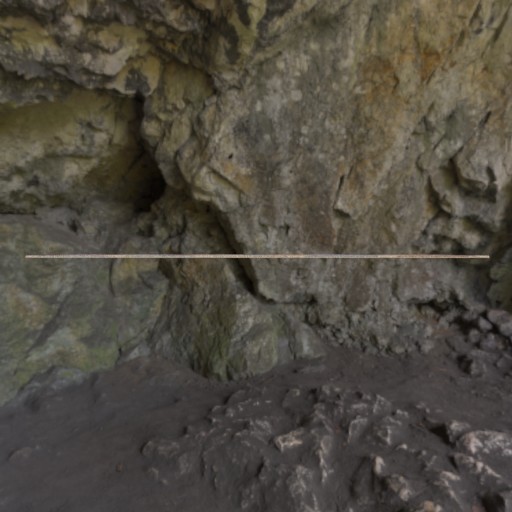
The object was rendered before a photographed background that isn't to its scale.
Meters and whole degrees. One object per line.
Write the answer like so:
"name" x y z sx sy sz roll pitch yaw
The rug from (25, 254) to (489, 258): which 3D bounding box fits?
"rug" 0.000 0.000 2.524 2.287 0.011 0.687 0 1 1
